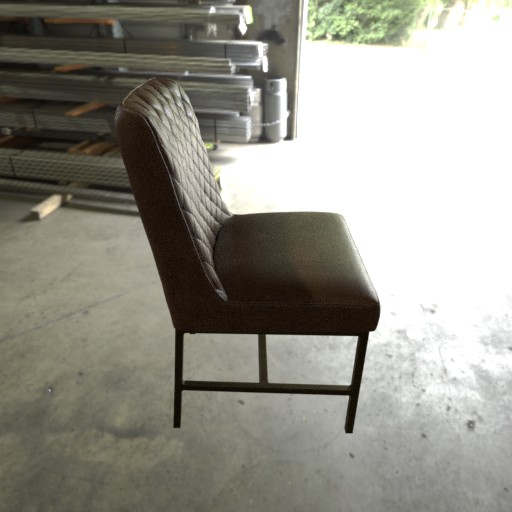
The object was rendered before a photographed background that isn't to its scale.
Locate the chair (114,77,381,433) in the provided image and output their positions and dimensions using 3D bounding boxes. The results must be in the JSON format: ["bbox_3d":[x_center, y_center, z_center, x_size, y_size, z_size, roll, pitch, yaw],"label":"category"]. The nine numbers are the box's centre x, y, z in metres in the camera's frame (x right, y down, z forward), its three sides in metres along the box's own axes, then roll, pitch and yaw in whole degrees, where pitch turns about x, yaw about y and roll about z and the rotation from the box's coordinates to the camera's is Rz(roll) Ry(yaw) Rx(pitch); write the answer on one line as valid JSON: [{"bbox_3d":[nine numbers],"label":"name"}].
[{"bbox_3d":[0.000,0.000,1.236,0.587,0.889,0.508,0,30,-1],"label":"chair"}]
